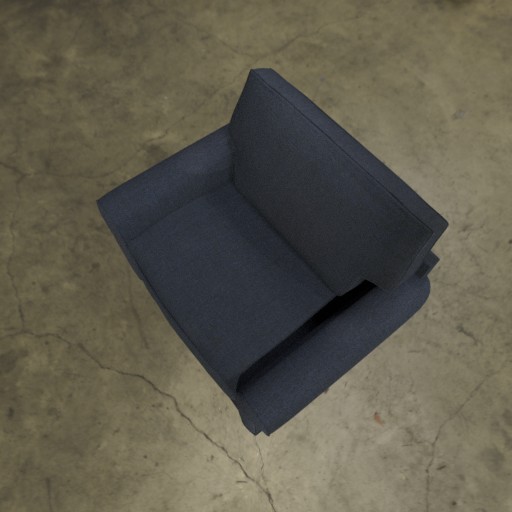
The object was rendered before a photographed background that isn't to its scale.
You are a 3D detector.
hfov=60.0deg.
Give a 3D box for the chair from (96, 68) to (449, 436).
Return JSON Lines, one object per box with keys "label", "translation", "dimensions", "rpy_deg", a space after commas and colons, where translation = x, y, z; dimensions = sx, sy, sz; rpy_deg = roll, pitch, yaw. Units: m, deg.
{"label": "chair", "translation": [0.000, 0.000, 2.018], "dimensions": [0.963, 1.044, 1.285], "rpy_deg": [-35, 68, -16]}
